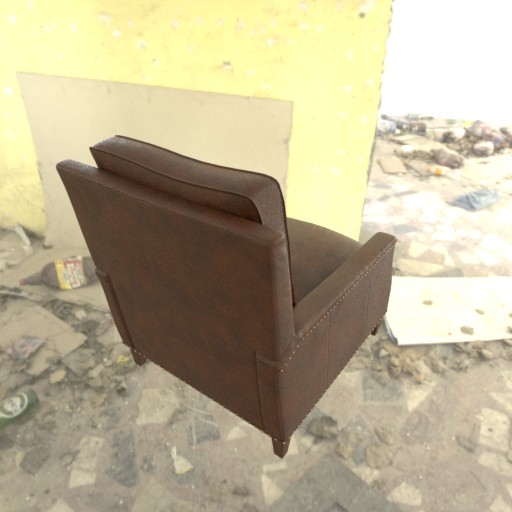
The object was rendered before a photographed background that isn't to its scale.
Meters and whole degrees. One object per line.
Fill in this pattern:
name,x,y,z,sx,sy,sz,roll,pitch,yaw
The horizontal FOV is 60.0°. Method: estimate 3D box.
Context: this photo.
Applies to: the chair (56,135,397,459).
chair,0.000,0.000,1.788,0.854,1.054,1.035,21,38,30
